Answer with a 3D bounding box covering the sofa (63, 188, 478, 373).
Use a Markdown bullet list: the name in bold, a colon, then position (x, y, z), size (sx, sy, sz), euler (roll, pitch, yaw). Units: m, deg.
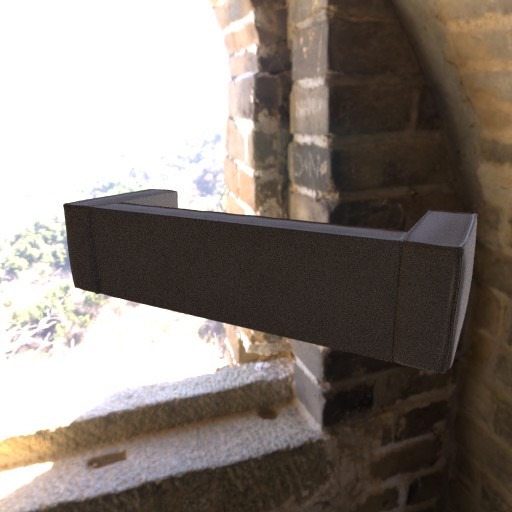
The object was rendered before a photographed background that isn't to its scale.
- **sofa**: position (0.000, 0.000, 3.074), size (2.697, 0.680, 1.038), euler (8, 18, 27)
